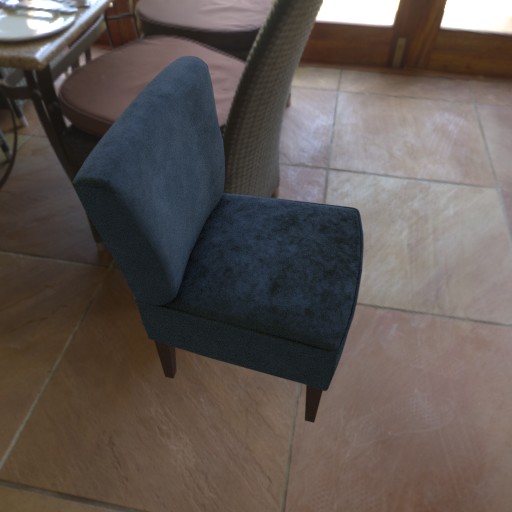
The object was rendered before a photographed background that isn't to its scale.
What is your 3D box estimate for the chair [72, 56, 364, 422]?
[{"bbox_3d":[0.000,0.000,1.170,0.551,0.806,0.521,10,48,9],"label":"chair"}]
